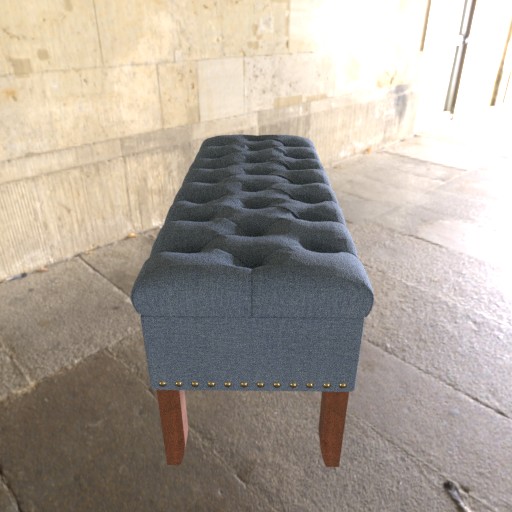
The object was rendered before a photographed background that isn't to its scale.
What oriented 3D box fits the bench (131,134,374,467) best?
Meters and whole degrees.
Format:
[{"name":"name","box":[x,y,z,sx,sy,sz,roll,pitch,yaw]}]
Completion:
[{"name":"bench","box":[0.000,0.000,1.292,0.417,0.492,1.052,0,28,1]}]
